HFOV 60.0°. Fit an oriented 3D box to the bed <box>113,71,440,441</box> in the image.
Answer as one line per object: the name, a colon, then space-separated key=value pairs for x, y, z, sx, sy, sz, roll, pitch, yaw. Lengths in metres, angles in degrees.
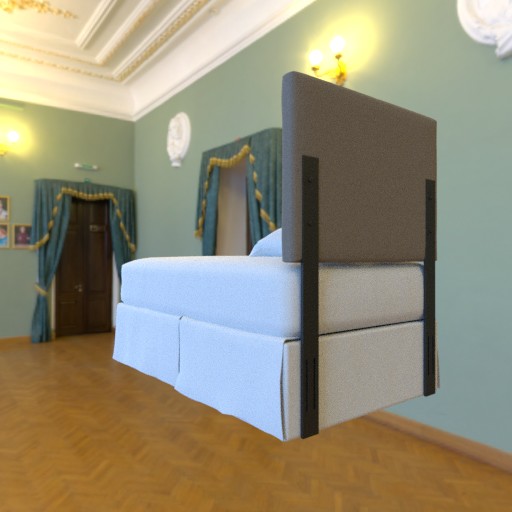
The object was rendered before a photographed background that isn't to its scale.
bed: x=0.000 y=0.000 z=2.979 sx=1.261 sy=1.571 sz=1.997 roll=0 pitch=0 yaw=-38
